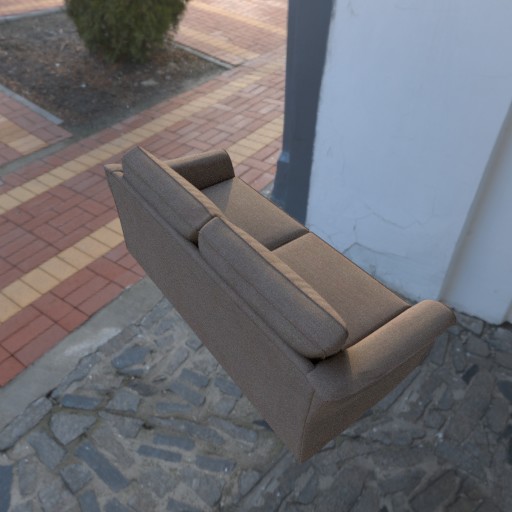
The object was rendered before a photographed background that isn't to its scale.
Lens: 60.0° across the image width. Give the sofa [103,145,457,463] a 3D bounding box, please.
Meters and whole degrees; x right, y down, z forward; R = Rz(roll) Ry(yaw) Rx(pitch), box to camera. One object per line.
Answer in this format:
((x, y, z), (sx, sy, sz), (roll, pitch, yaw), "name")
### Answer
((0.000, 0.000, 2.786), (0.986, 0.906, 2.270), (-26, 48, -27), "sofa")
